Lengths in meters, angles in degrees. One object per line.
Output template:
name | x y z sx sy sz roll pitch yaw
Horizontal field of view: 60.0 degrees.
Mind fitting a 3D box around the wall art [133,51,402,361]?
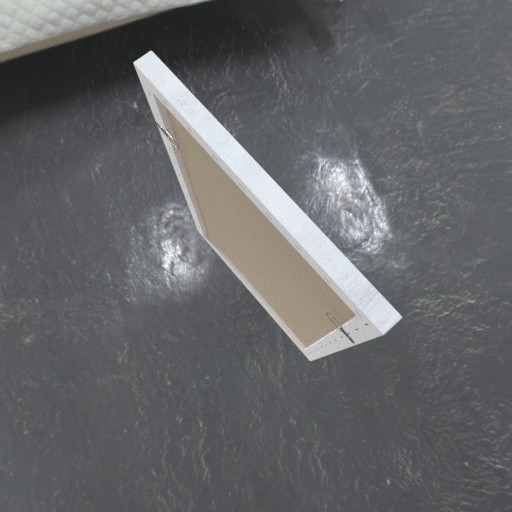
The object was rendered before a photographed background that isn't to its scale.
wall art | 0.000 0.000 1.159 0.043 0.914 0.624 -39 78 -10
